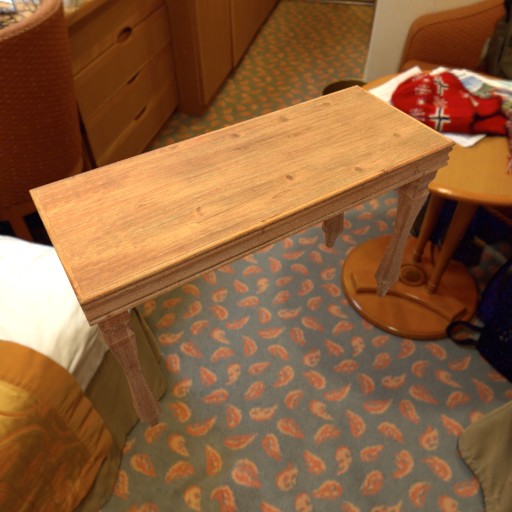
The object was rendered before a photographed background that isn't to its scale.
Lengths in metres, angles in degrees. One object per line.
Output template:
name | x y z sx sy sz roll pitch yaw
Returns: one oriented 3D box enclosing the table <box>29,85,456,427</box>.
table | 0.000 0.000 1.774 1.330 0.873 0.522 -25 51 -22
